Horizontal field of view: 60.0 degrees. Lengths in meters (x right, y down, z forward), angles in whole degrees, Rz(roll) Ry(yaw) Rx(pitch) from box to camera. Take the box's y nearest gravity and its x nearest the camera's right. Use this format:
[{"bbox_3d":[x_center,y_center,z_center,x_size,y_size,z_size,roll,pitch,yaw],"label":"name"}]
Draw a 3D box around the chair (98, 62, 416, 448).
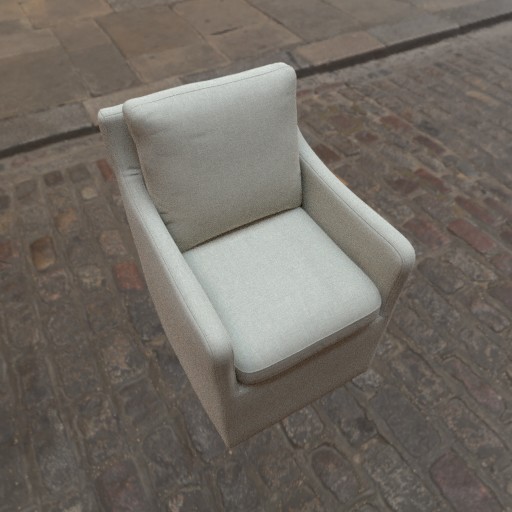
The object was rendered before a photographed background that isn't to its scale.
[{"bbox_3d":[0.000,0.000,1.355,0.626,0.914,0.694,-23,52,-19],"label":"chair"}]
